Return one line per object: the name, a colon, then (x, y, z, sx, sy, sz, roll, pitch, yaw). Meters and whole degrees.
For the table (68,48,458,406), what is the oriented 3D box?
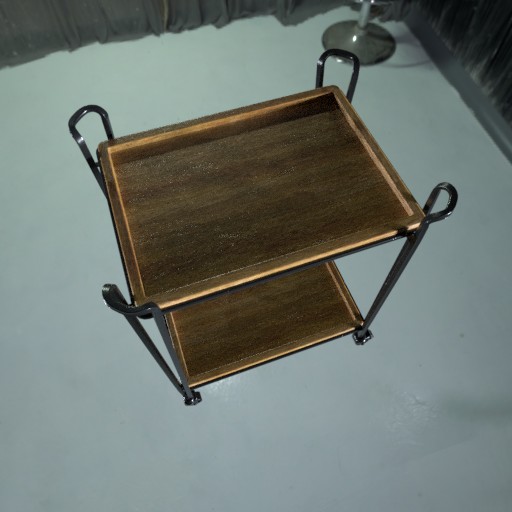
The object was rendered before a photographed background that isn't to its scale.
table: (0.000, 0.000, 1.203, 0.672, 0.785, 0.505, -17, 61, -10)
